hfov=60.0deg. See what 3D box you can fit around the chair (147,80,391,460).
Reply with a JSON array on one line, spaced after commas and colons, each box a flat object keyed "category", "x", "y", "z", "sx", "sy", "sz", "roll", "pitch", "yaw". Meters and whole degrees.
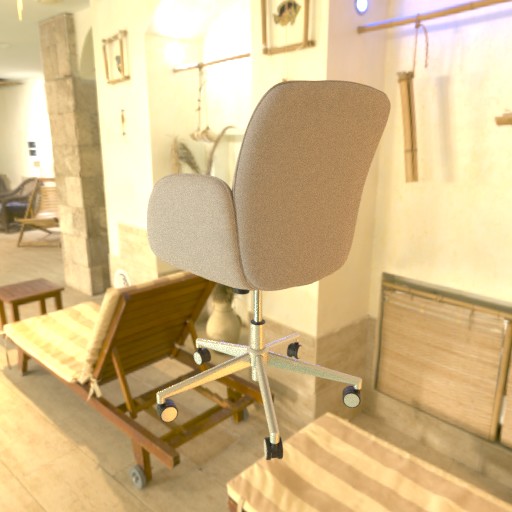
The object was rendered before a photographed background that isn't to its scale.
[{"category": "chair", "x": 0.000, "y": 0.000, "z": 1.375, "sx": 0.648, "sy": 0.959, "sz": 0.654, "roll": -13, "pitch": 19, "yaw": -42}]
